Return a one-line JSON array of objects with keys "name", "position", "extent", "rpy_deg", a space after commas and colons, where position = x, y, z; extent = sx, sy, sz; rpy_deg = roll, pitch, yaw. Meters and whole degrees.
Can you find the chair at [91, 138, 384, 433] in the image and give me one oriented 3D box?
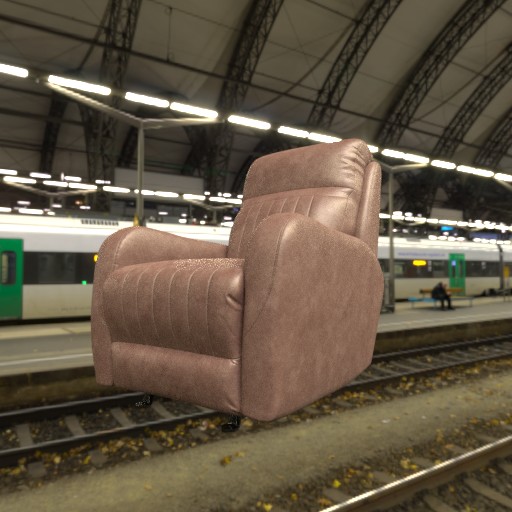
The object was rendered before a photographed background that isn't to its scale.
[{"name": "chair", "position": [0.000, 0.000, 1.805], "extent": [0.865, 1.067, 1.067], "rpy_deg": [-1, -2, 35]}]
